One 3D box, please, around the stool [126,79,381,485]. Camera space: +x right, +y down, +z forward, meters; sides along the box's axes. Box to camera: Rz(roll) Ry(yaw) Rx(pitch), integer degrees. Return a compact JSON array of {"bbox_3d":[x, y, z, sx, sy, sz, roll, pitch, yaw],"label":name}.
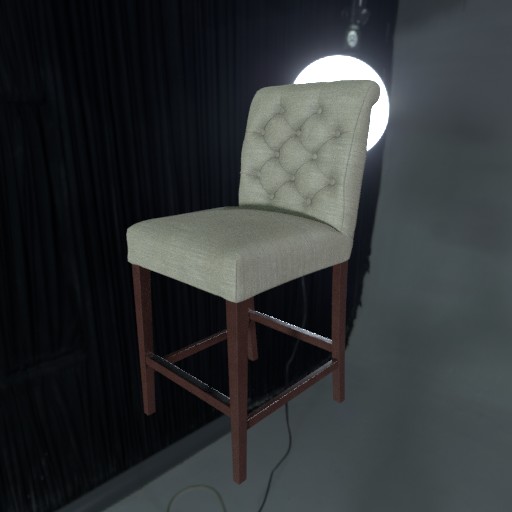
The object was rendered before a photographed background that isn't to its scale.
[{"bbox_3d":[0.000,0.000,1.433,0.486,1.084,0.660,15,22,41],"label":"stool"}]
